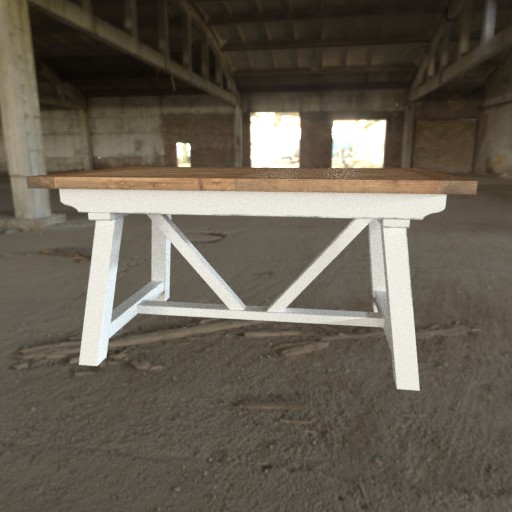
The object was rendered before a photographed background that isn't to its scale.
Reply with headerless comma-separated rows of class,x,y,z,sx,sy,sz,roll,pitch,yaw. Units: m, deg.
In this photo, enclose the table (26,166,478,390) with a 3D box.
table,0.000,0.000,1.987,1.503,0.743,0.922,2,14,8
